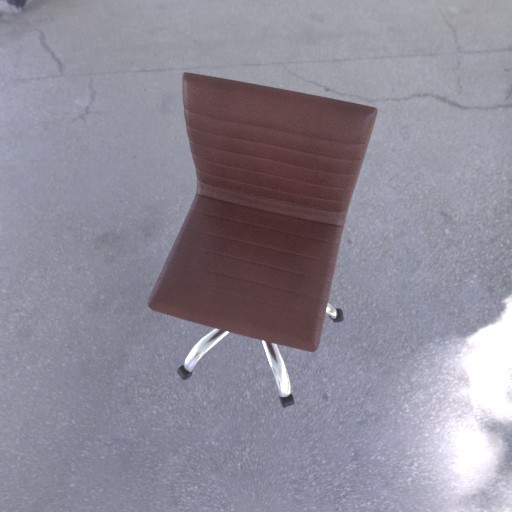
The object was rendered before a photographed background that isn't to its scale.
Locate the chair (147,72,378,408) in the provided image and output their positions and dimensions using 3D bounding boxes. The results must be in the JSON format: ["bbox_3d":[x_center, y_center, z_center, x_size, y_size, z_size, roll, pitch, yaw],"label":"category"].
[{"bbox_3d":[0.000,0.000,1.113,0.556,0.780,0.530,13,61,8],"label":"chair"}]
